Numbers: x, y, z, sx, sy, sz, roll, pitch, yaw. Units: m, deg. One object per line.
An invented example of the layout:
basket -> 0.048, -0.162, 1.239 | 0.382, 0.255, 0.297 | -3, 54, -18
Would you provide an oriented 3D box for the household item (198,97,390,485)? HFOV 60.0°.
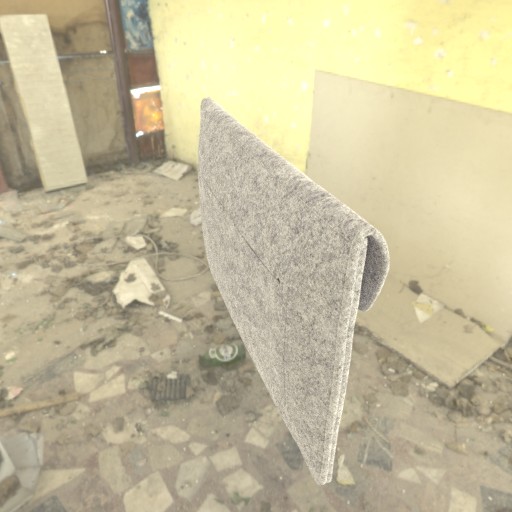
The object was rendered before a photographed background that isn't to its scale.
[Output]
household item -> 0.000, 0.000, 0.413 | 0.057, 0.221, 0.335 | -10, 33, -17
